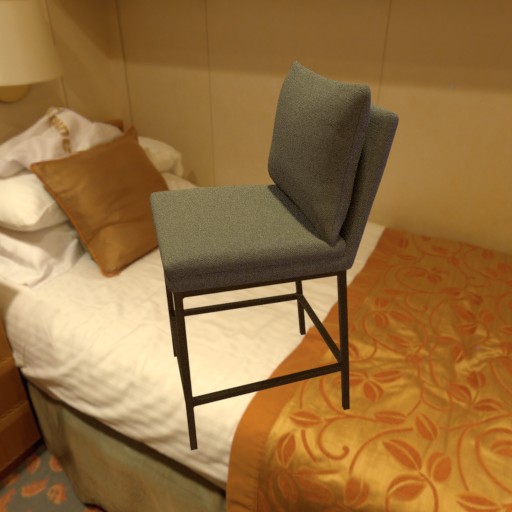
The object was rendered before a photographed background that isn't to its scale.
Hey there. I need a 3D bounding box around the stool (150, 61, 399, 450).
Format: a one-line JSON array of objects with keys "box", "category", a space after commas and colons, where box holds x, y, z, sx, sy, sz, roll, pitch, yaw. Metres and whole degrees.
[{"box": [0.000, 0.000, 1.337, 0.569, 1.031, 0.463, -8, 31, -14], "category": "stool"}]
